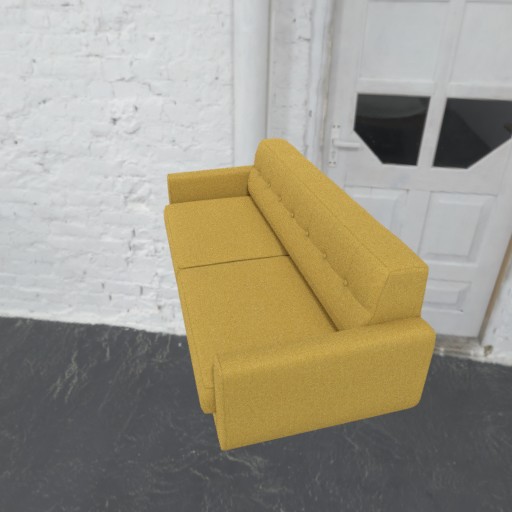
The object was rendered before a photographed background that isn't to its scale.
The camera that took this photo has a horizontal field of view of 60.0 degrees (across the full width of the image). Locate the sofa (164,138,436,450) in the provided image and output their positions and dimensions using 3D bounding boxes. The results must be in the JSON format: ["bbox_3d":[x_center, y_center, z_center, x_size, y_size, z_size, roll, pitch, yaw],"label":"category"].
[{"bbox_3d":[0.000,0.000,2.508,0.909,0.841,2.029,-8,31,-13],"label":"sofa"}]
